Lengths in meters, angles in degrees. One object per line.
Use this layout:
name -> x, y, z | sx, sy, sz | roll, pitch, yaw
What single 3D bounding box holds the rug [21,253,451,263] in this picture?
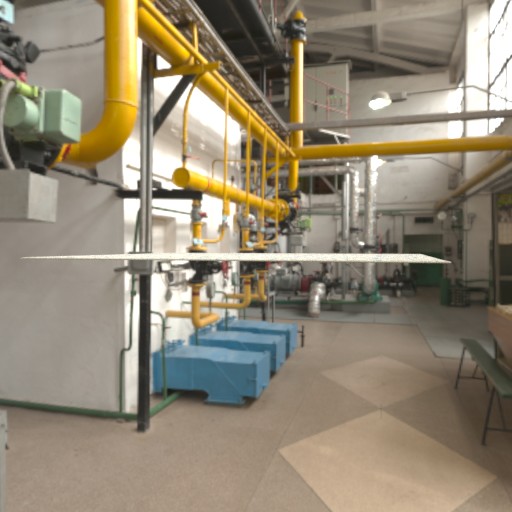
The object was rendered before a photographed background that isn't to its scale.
rug -> 0.000, 0.000, 4.021 | 2.980, 0.012, 2.363 | 0, 1, 17
